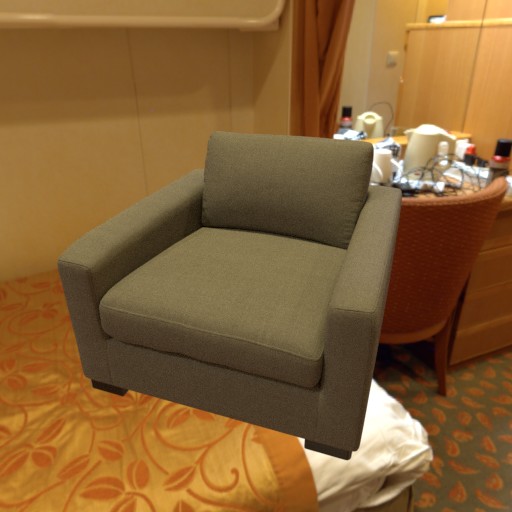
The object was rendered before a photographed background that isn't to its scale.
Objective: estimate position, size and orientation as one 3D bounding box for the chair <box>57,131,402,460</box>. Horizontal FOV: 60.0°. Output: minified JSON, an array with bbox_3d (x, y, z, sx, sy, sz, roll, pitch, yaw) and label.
[{"bbox_3d":[0.000,0.000,1.839,1.070,0.847,1.100,9,27,18],"label":"chair"}]
